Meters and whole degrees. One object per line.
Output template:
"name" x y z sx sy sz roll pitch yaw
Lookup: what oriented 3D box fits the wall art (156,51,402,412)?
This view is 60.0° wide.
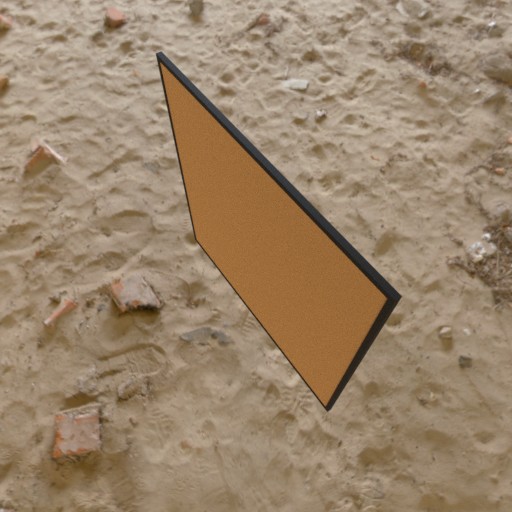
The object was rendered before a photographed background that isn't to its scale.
"wall art" 0.000 0.000 1.019 0.015 0.663 0.664 -31 63 -18
